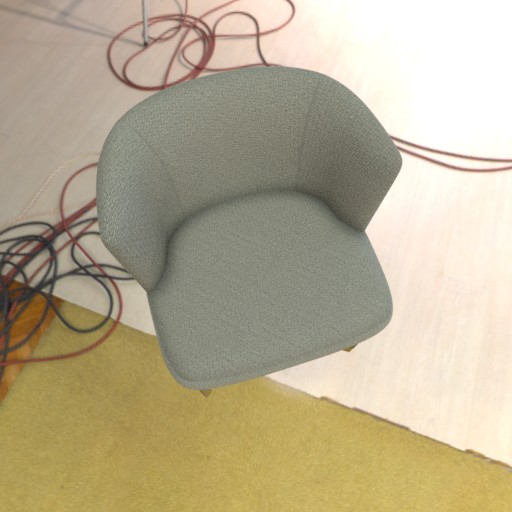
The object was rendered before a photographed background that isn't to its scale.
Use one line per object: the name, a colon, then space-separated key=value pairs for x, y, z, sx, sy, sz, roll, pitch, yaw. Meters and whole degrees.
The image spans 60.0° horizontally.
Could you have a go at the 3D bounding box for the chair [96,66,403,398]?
chair: x=0.000 y=0.000 z=1.276 sx=0.700 sy=0.760 sz=0.660 roll=-16 pitch=64 yaw=-8
